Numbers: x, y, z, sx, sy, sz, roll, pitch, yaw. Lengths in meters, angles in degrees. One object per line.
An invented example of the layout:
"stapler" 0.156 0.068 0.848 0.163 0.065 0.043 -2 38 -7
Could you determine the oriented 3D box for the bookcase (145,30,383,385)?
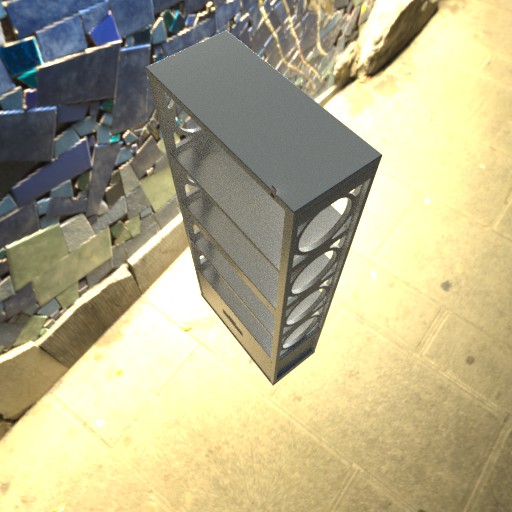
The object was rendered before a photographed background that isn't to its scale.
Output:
"bookcase" 0.000 0.000 2.136 0.361 1.869 0.761 -34 65 -18
